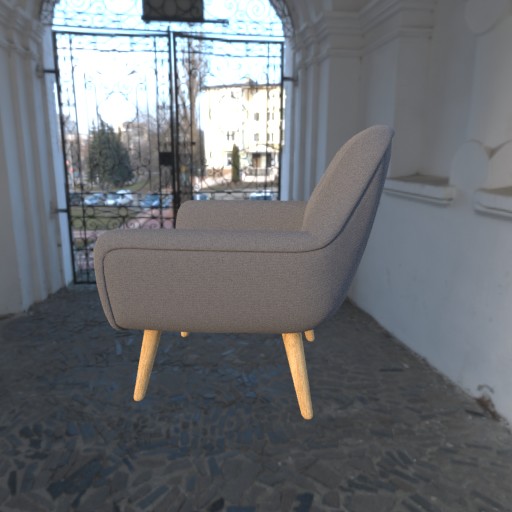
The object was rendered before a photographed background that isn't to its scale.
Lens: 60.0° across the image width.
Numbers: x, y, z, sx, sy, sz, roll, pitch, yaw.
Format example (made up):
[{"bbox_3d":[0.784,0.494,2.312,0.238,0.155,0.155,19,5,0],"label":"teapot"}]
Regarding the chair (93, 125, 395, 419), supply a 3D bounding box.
[{"bbox_3d":[0.000,0.000,1.432,0.779,0.800,0.770,2,13,8],"label":"chair"}]
